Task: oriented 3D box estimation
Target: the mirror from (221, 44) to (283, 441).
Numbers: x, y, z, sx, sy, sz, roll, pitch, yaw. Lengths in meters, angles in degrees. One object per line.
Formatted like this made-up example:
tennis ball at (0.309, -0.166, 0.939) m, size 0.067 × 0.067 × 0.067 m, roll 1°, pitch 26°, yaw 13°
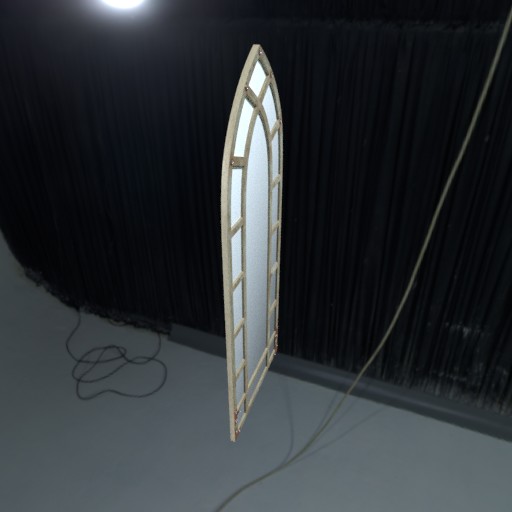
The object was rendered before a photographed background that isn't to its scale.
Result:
mirror at (0.000, 0.000, 1.358) m, size 0.025 × 1.175 × 0.464 m, roll 11°, pitch 33°, yaw 17°
